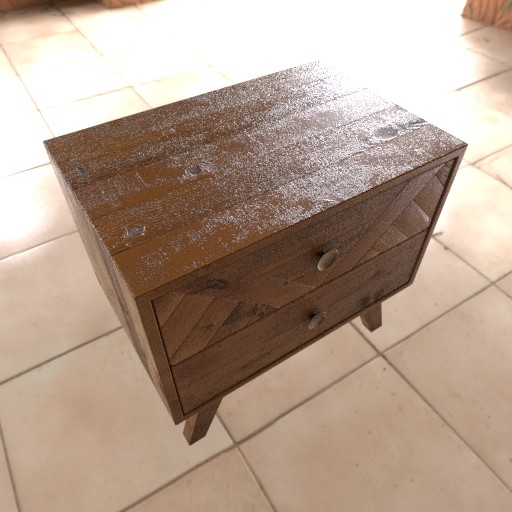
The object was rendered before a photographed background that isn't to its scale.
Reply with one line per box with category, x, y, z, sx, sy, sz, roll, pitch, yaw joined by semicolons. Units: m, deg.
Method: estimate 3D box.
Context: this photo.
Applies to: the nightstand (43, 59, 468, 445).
nightstand;0.000;0.000;1.028;0.650;0.599;0.450;-25;52;-22
